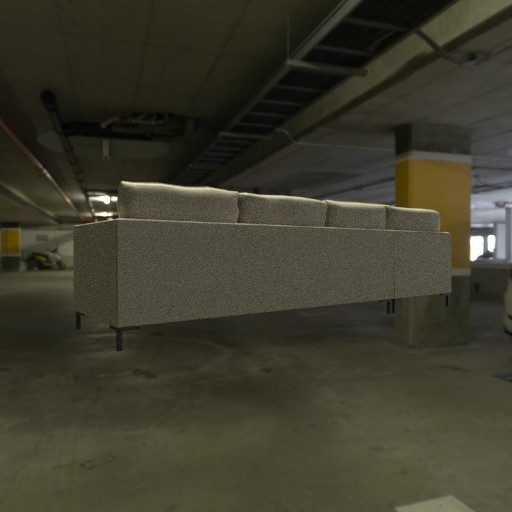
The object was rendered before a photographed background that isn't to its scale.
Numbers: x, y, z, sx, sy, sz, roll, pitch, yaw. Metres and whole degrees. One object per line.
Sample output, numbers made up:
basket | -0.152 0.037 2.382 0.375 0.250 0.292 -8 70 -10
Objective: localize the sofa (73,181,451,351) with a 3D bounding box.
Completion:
sofa | 0.000 0.000 4.230 3.384 0.996 2.048 -1 1 -36
